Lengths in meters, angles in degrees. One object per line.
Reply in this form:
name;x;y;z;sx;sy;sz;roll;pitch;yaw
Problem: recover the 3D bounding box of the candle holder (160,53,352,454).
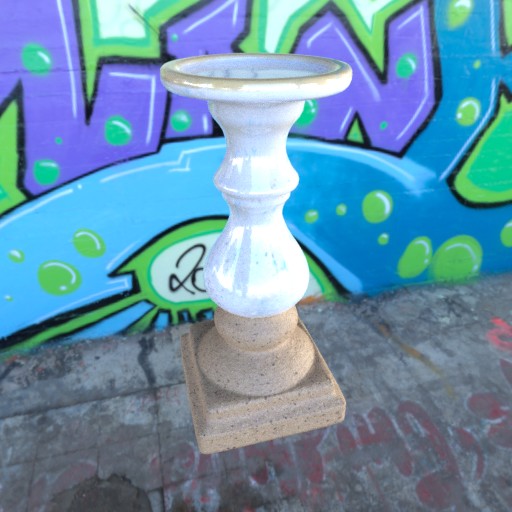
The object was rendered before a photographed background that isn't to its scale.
candle holder;0.000;0.000;0.297;0.110;0.239;0.110;-8;32;-13
